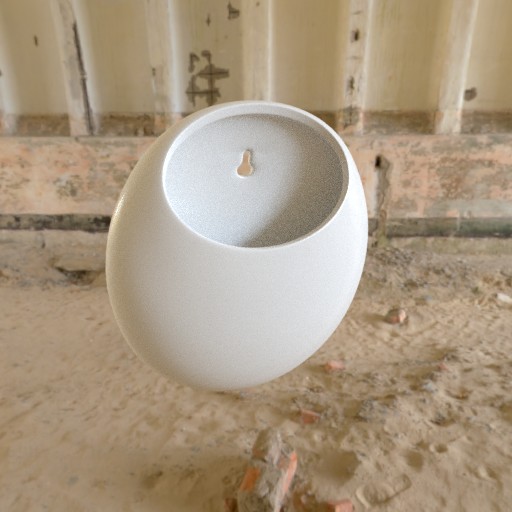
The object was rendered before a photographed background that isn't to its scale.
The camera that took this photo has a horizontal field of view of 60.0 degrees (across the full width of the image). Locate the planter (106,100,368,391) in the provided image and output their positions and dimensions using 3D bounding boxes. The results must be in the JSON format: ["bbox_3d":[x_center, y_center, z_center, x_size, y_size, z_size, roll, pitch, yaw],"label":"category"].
[{"bbox_3d":[0.000,0.000,0.283,0.185,0.188,0.043,-9,19,-28],"label":"planter"}]
